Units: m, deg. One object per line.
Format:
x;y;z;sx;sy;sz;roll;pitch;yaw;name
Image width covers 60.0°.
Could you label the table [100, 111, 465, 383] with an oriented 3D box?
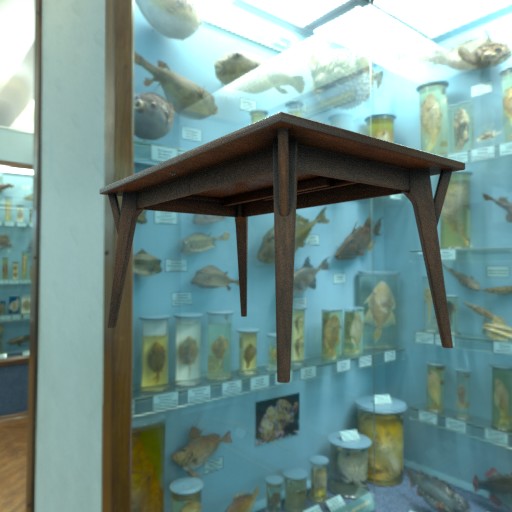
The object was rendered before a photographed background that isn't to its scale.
0.000;0.000;2.110;0.990;0.761;1.524;1;-2;-37;table
